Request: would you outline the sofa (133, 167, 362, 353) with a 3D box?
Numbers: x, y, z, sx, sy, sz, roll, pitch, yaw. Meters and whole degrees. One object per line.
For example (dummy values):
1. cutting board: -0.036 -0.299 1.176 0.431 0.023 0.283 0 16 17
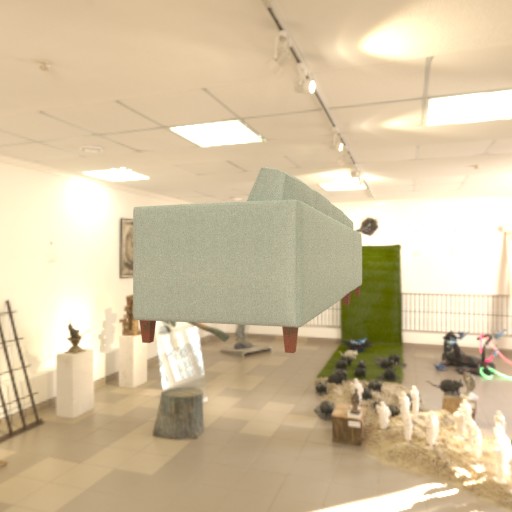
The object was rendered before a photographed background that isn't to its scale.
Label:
1. sofa: 0.000 0.000 3.992 1.600 0.953 3.470 0 0 18
